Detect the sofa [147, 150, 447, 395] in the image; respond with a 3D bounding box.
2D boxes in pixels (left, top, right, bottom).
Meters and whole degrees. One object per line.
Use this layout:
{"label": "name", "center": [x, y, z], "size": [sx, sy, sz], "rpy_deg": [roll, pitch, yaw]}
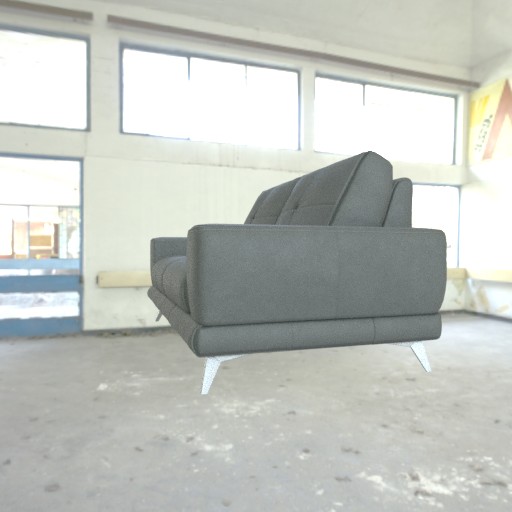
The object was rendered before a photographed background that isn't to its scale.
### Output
{"label": "sofa", "center": [0.000, 0.000, 2.391], "size": [1.018, 0.907, 1.806], "rpy_deg": [0, 1, -18]}
